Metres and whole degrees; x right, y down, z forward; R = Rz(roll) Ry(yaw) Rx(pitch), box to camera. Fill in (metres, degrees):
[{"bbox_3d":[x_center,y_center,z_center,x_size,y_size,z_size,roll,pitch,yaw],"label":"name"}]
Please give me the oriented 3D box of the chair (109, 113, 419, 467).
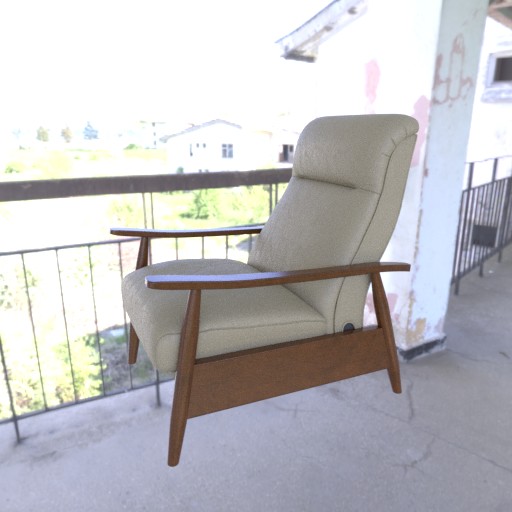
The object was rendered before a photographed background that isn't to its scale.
[{"bbox_3d":[0.000,0.000,1.766,1.014,1.082,0.762,-8,18,-24],"label":"chair"}]
